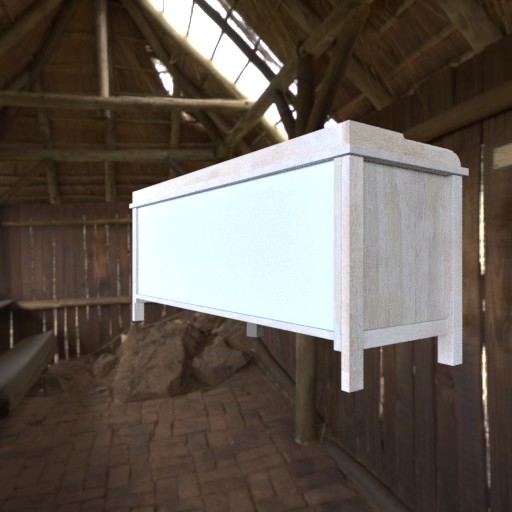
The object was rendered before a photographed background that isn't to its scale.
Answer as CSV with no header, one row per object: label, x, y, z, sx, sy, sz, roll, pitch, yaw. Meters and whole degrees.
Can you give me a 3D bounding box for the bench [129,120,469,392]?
bench,0.000,0.000,1.376,0.398,0.501,1.140,0,0,-35
